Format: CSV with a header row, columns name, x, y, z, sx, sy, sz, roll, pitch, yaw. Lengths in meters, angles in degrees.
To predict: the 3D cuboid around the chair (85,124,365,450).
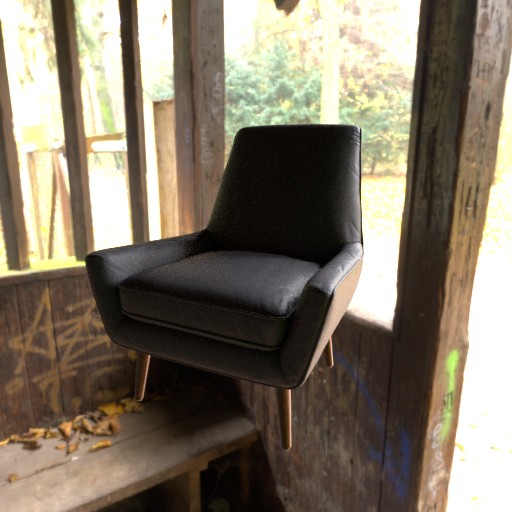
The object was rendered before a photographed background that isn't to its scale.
name,x,y,z,sx,sy,sz,roll,pitch,yaw
chair,0.000,0.000,1.514,0.787,0.888,0.822,7,16,26
